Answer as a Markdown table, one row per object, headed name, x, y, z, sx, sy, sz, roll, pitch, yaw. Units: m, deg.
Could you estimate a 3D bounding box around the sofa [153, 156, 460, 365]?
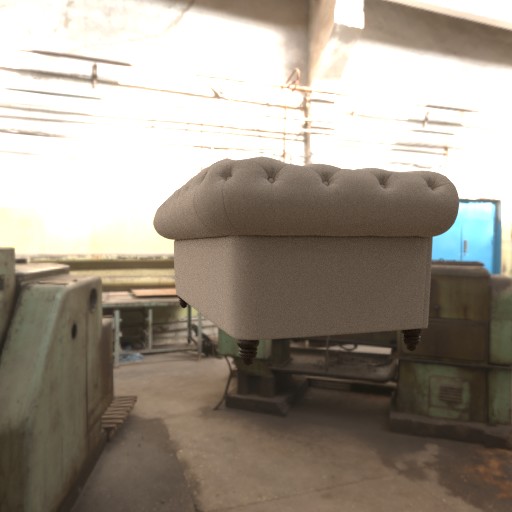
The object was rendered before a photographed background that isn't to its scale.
| name | x | y | z | sx | sy | sz | roll | pitch | yaw |
| --- | --- | --- | --- | --- | --- | --- | --- | --- | --- |
| sofa | 0.000 | 0.000 | 2.450 | 0.986 | 0.764 | 1.998 | 0 | 2 | -18 |
